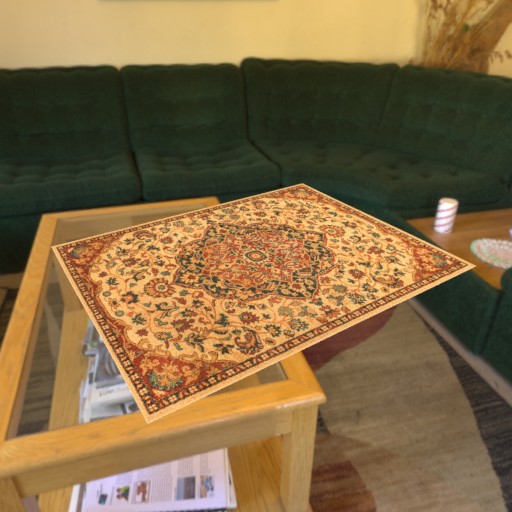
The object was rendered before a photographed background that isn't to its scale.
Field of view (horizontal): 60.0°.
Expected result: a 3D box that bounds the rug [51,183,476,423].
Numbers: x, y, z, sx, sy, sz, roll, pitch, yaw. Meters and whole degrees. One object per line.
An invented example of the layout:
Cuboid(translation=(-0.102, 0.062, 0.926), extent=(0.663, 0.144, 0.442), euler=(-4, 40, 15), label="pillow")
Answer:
Cuboid(translation=(0.000, 0.000, 4.078), extent=(3.067, 0.005, 2.454), euler=(-18, 35, -29), label="rug")
